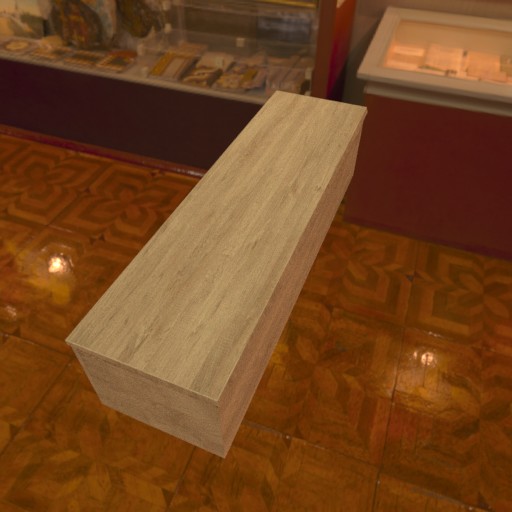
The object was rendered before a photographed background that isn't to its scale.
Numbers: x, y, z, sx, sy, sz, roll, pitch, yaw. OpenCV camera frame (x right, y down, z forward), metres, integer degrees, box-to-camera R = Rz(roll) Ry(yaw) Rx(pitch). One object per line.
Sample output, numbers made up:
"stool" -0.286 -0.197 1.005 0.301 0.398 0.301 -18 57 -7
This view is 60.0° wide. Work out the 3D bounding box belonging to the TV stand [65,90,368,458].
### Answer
"TV stand" 0.000 0.000 1.556 0.401 0.565 1.313 17 48 16
